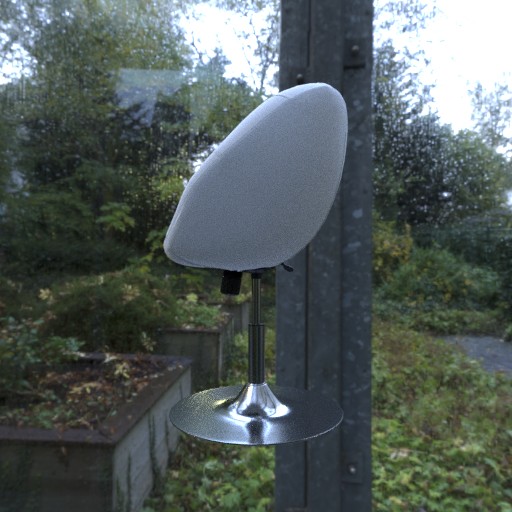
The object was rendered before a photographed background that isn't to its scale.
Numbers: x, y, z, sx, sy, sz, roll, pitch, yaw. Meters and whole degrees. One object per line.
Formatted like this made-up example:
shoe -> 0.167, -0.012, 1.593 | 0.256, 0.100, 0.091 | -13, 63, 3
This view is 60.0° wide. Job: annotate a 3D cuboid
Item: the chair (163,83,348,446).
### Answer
chair -> 0.000, 0.000, 1.818 | 0.736, 1.261, 0.940 | 0, -1, 17
